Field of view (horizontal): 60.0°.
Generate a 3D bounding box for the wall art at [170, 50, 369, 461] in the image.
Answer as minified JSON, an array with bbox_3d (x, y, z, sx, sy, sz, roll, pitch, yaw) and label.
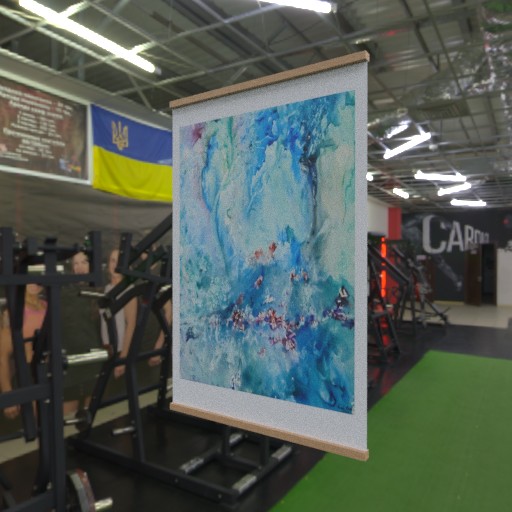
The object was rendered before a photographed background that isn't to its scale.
[{"bbox_3d":[0.000,0.000,0.648,0.335,0.510,0.013,0,0,34],"label":"wall art"}]
